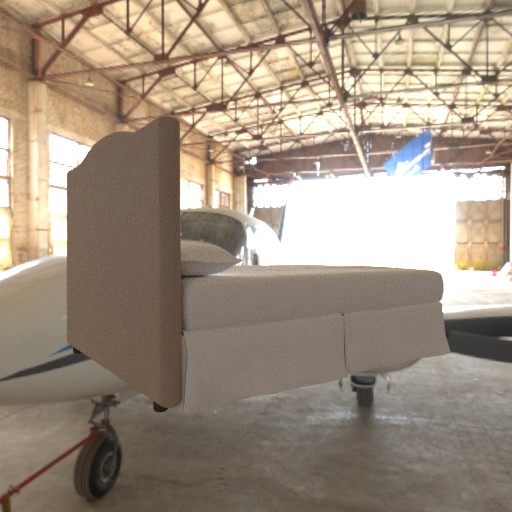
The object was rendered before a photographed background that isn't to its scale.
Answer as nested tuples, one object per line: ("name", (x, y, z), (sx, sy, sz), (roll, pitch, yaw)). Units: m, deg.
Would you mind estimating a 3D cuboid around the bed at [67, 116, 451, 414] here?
("bed", (0.000, 0.000, 3.310), (2.282, 1.436, 1.821), (0, 1, -36))
